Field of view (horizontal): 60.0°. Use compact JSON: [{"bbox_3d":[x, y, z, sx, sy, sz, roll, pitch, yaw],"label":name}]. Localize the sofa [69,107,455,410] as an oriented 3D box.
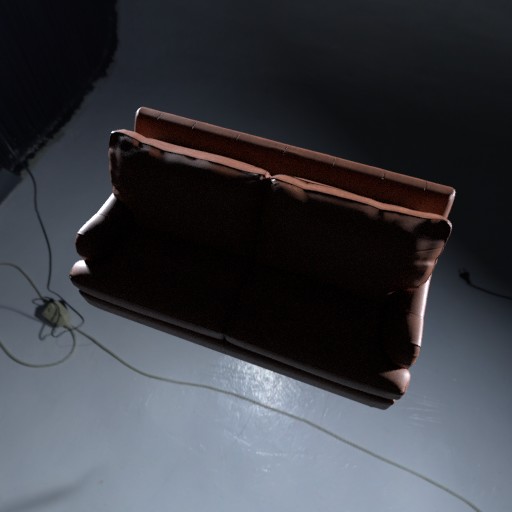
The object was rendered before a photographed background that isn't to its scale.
[{"bbox_3d":[0.000,0.000,2.829,2.144,1.071,1.147,17,60,10],"label":"sofa"}]
